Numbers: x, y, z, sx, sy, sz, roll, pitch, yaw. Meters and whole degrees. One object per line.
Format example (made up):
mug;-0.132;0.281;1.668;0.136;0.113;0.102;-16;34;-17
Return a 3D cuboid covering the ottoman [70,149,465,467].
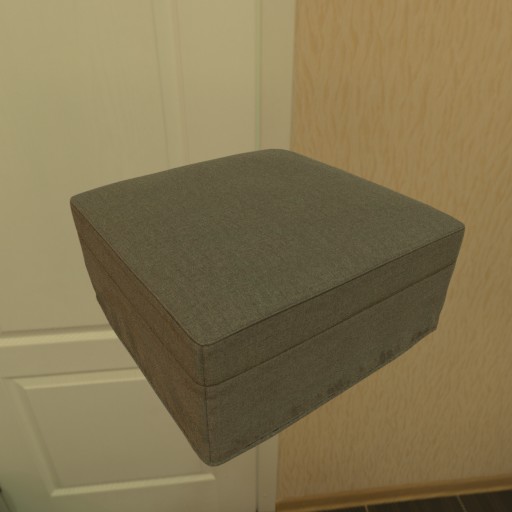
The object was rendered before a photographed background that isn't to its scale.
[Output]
ottoman;0.000;0.000;1.350;0.843;0.436;0.840;-20;36;-30
